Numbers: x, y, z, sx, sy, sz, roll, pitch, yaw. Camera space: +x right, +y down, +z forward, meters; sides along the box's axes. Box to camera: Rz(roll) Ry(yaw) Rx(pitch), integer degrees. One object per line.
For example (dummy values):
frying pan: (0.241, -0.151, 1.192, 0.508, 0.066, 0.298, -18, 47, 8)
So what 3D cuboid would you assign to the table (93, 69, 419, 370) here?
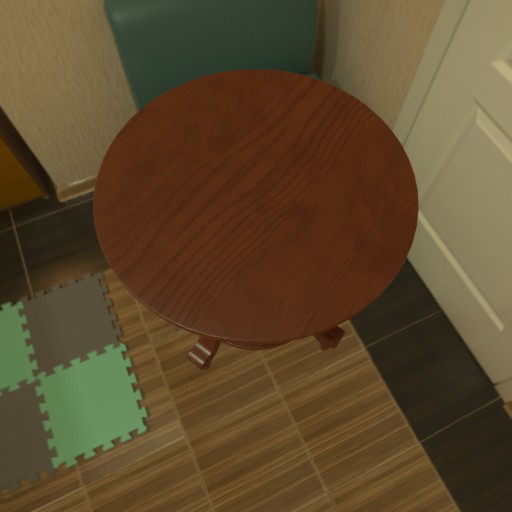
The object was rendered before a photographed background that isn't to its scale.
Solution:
table: (0.000, 0.000, 1.095, 0.597, 0.612, 0.597, 0, 64, 0)
